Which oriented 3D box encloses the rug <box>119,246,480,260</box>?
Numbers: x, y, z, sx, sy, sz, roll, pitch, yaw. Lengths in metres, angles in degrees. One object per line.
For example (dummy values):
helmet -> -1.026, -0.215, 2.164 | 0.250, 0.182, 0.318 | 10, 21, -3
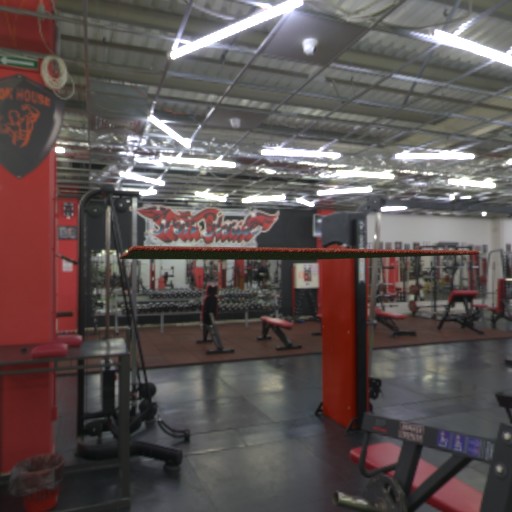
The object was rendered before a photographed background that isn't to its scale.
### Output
rug -> 0.000, 0.000, 4.061 | 2.340, 0.028, 2.905 | 0, -1, -18
